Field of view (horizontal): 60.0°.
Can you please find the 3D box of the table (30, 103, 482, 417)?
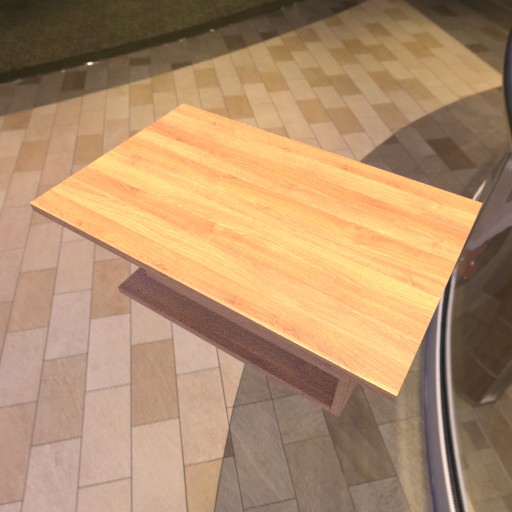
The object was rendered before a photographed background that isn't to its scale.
[{"bbox_3d":[0.000,0.000,1.435,1.100,0.442,0.700,25,51,22],"label":"table"}]
